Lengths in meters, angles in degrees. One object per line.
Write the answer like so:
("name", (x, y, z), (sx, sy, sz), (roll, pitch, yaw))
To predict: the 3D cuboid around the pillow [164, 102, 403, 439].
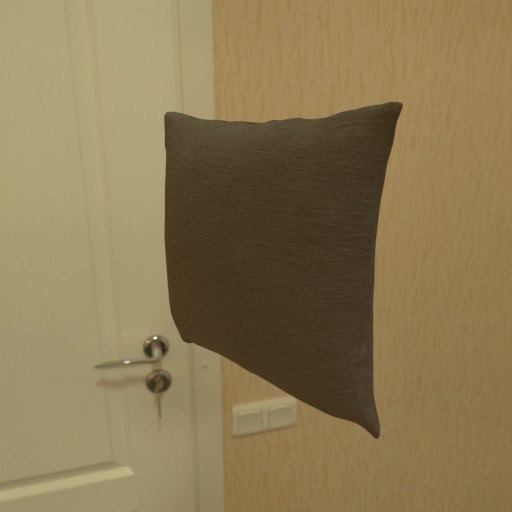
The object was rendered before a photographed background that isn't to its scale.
("pillow", (0.000, 0.000, 0.686), (0.452, 0.439, 0.204), (15, 22, 43))
